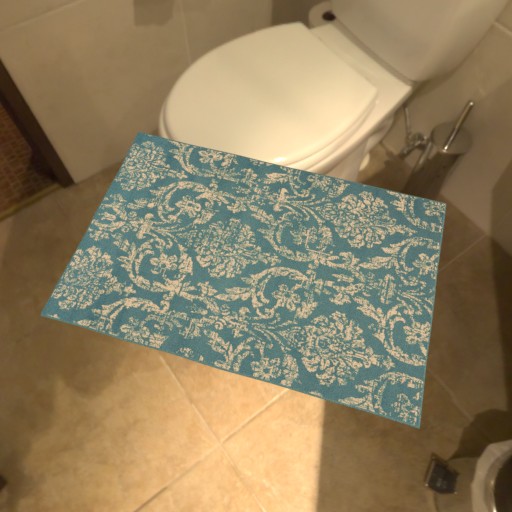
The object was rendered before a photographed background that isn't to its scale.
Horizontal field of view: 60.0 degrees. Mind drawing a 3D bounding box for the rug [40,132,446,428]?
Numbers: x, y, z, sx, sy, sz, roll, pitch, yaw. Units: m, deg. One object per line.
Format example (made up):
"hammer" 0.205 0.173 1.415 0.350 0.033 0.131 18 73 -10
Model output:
"rug" 0.000 0.000 2.298 1.833 0.012 1.211 15 64 7
